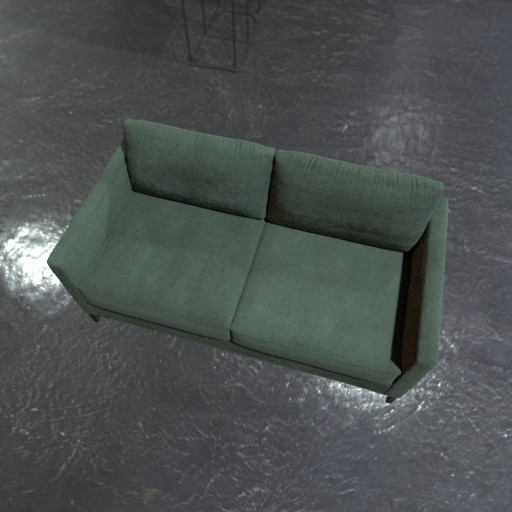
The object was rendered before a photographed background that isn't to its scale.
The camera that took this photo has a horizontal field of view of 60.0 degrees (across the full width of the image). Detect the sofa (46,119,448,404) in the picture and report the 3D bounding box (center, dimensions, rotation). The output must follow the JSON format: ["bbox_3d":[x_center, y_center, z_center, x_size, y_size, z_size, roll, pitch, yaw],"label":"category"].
[{"bbox_3d":[0.000,0.000,2.162,1.676,0.817,0.875,14,59,8],"label":"sofa"}]
